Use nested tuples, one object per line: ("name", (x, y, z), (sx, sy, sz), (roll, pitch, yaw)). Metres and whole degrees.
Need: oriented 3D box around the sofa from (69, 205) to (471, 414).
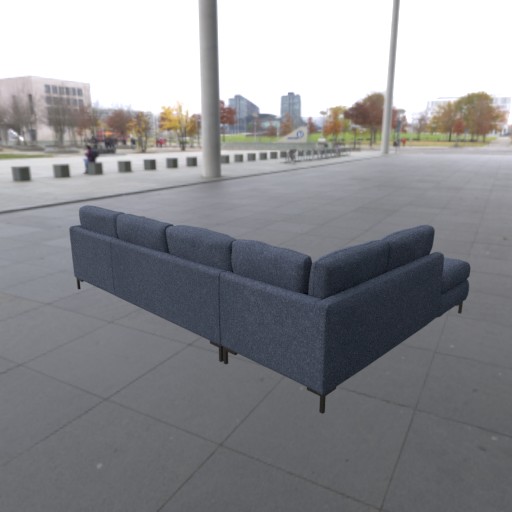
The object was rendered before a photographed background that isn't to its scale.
("sofa", (0.000, 0.000, 3.869), (2.956, 0.813, 2.007), (14, 20, 42))
